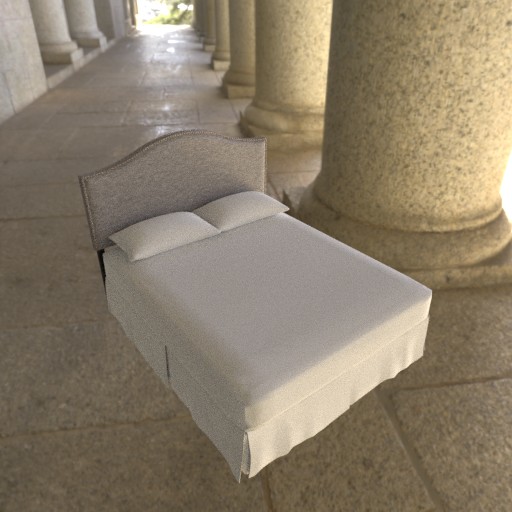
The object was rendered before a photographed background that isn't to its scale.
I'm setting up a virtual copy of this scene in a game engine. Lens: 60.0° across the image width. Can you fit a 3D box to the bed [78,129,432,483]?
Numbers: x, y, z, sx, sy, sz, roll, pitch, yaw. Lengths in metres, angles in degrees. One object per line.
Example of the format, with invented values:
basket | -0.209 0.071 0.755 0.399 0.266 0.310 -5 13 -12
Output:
bed | 0.000 0.000 2.975 1.610 1.295 1.870 -21 37 -32
